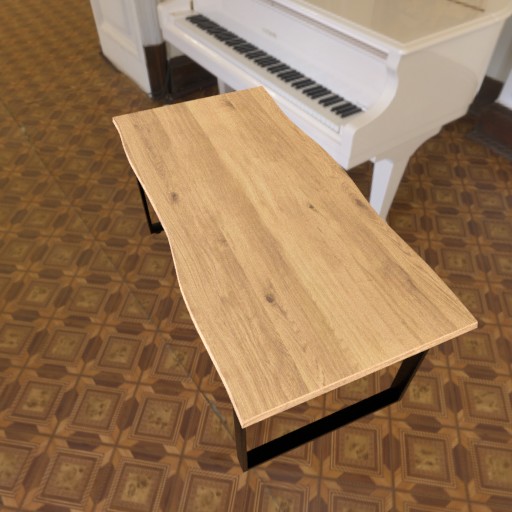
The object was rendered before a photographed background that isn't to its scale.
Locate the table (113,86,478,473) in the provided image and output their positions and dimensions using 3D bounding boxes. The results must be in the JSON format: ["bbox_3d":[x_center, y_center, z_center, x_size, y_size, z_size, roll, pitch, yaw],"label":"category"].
[{"bbox_3d":[0.000,0.000,2.213,0.900,0.780,1.800,-18,50,-15],"label":"table"}]
